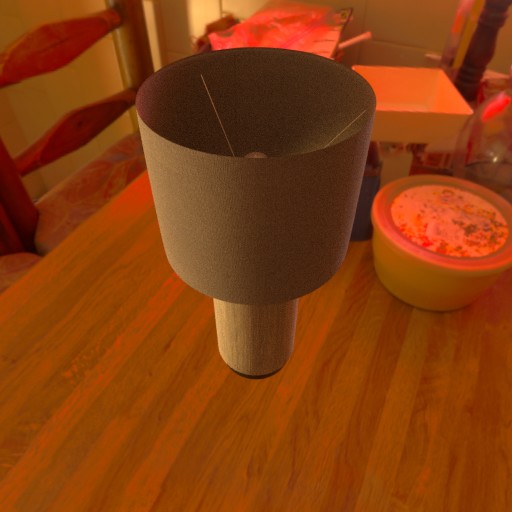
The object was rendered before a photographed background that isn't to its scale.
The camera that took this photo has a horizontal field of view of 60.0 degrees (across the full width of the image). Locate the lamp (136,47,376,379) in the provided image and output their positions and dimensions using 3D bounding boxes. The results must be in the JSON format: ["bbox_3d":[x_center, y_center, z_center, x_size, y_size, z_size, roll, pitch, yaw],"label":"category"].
[{"bbox_3d":[0.000,0.000,0.580,0.228,0.444,0.228,-3,45,-3],"label":"lamp"}]
